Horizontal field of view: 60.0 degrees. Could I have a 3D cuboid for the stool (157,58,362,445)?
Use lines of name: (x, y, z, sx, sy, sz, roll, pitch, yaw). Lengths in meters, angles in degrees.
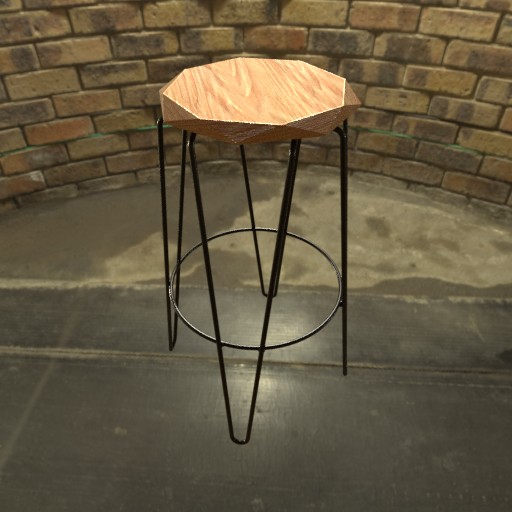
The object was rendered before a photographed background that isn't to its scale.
stool: (0.000, 0.000, 0.800, 0.326, 0.610, 0.326, -24, 46, -26)
